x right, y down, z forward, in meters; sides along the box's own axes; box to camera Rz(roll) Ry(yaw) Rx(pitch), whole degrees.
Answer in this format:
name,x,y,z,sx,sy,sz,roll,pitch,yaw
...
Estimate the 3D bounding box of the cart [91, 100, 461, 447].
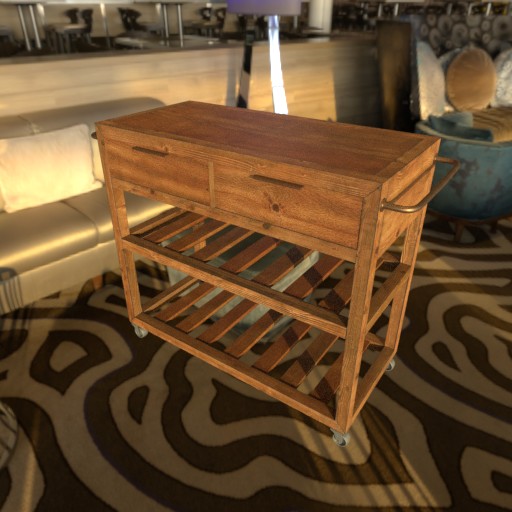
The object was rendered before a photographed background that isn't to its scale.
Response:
name,x,y,z,sx,sy,sz,roll,pitch,yaw
cart,0.000,0.000,1.475,1.065,0.830,0.445,19,35,30
